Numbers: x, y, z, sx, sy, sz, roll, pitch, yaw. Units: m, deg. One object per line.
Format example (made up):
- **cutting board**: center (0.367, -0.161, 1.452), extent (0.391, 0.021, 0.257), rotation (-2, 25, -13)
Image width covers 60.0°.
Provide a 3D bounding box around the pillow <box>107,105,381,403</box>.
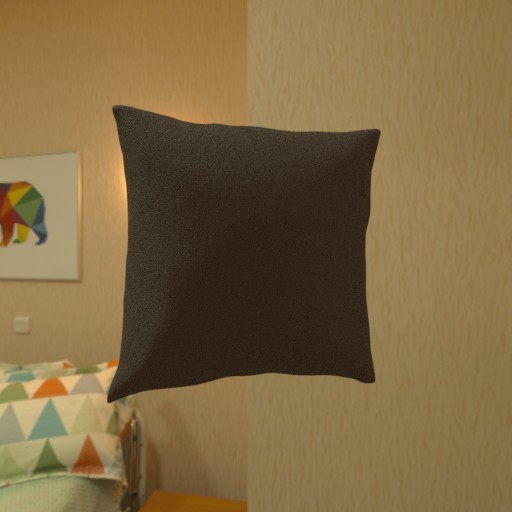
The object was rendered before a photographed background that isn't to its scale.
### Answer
- **pillow**: center (0.000, 0.000, 0.709), extent (0.452, 0.439, 0.204), rotation (0, 0, -17)
